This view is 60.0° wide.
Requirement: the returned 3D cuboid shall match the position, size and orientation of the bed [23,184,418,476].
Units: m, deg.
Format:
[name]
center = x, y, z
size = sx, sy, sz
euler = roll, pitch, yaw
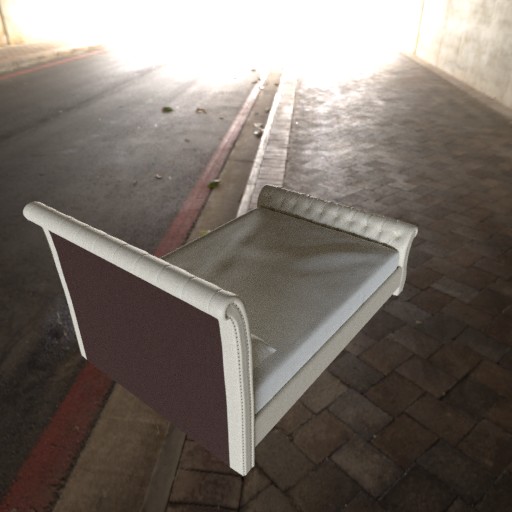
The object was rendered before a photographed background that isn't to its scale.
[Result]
[bed]
center = 0.000, 0.000, 3.364
size = 1.606, 1.268, 2.493
euler = 22, 37, 32
